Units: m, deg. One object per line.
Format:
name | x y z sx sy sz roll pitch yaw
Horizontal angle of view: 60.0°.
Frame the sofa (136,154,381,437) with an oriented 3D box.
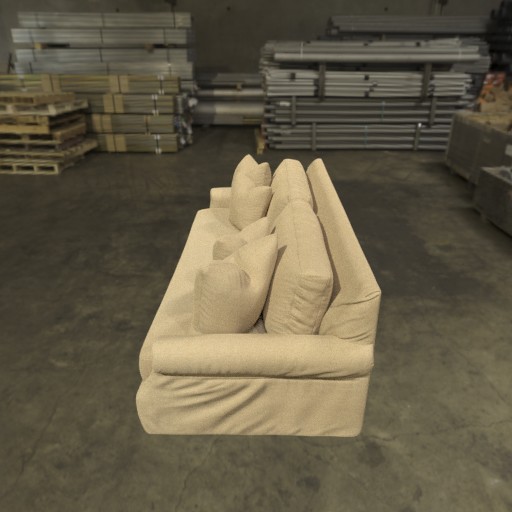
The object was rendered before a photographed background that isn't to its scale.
sofa | 0.000 0.000 2.858 1.067 0.904 2.285 1 26 1
